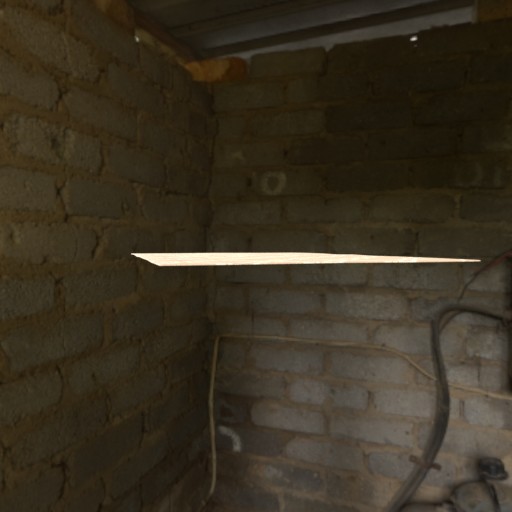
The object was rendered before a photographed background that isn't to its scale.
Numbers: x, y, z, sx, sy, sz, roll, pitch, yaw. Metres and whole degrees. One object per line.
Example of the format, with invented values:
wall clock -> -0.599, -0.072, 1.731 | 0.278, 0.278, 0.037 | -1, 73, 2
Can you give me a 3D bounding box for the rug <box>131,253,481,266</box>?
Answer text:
rug -> 0.000, 0.000, 2.236 | 1.146, 0.010, 1.745 | 0, 1, -18
